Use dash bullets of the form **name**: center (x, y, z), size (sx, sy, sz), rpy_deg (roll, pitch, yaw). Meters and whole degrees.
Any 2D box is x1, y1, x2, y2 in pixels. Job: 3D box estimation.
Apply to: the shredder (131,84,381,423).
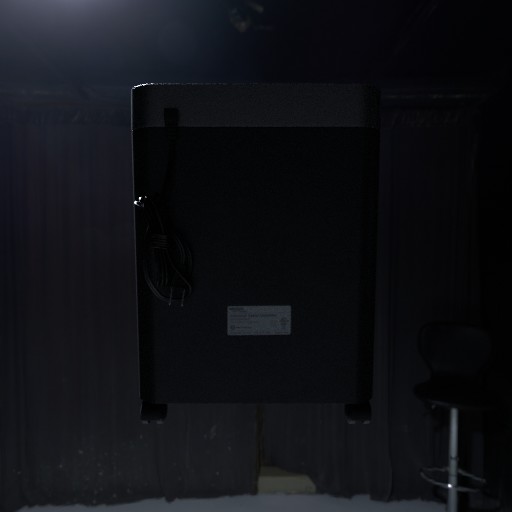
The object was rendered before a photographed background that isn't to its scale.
- **shredder**: center (0.000, 0.000, 0.603), size (0.311, 0.419, 0.237), rpy_deg (0, 1, 0)
